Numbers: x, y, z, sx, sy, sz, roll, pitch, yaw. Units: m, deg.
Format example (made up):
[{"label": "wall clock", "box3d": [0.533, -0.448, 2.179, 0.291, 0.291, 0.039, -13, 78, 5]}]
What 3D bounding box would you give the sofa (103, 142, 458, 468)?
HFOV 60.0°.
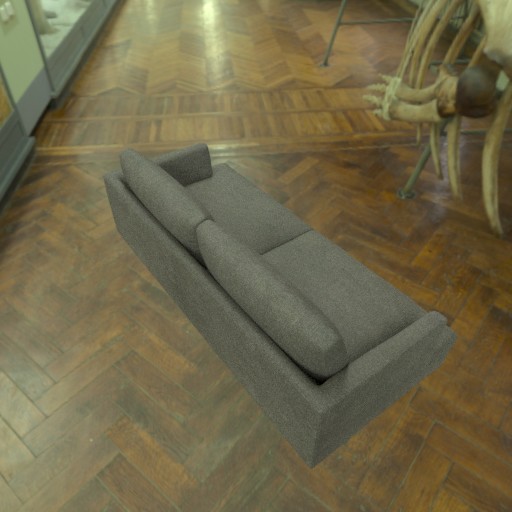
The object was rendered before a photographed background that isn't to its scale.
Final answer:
[{"label": "sofa", "box3d": [0.000, 0.000, 2.769, 1.020, 0.868, 2.250, -26, 47, -26]}]
